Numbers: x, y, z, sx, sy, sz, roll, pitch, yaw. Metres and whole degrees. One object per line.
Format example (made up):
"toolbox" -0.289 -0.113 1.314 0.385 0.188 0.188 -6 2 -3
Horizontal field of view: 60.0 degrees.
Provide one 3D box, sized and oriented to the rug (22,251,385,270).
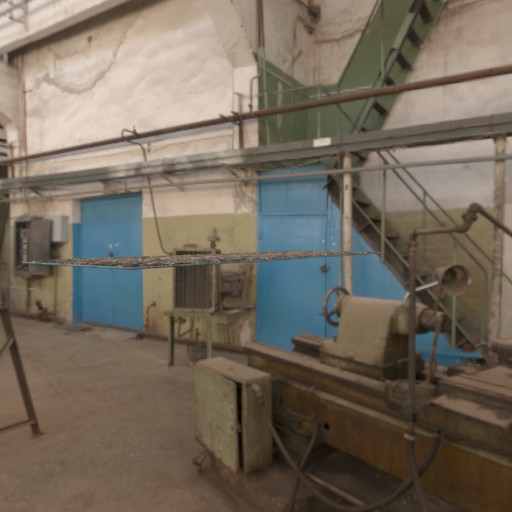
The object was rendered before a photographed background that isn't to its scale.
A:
"rug" 0.000 0.000 2.522 0.685 0.014 2.292 1 2 36
